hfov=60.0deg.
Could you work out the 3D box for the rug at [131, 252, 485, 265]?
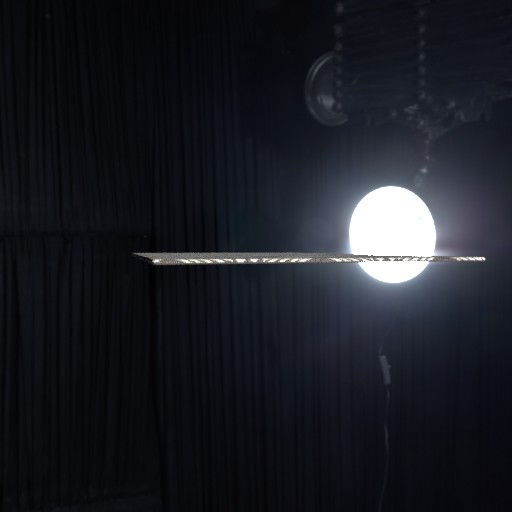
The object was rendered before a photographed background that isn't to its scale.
[{"bbox_3d":[0.000,0.000,2.326,1.210,0.016,1.833,0,1,-17],"label":"rug"}]
